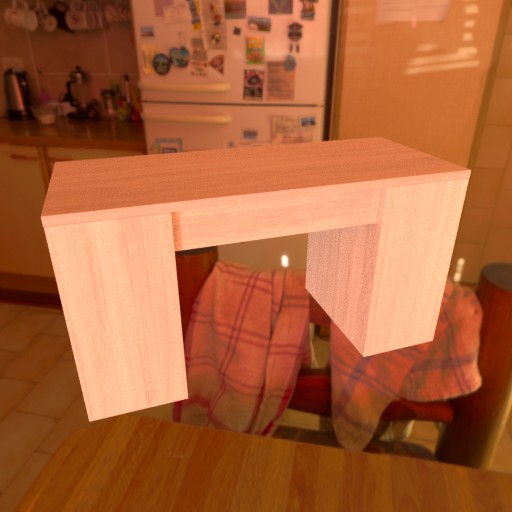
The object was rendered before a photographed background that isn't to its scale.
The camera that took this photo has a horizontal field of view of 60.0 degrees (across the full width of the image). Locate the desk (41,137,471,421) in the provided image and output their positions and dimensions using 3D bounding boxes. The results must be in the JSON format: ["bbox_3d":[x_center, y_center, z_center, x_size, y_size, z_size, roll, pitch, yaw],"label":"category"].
[{"bbox_3d":[0.000,0.000,1.773,1.390,0.740,0.600,-9,28,-16],"label":"desk"}]
